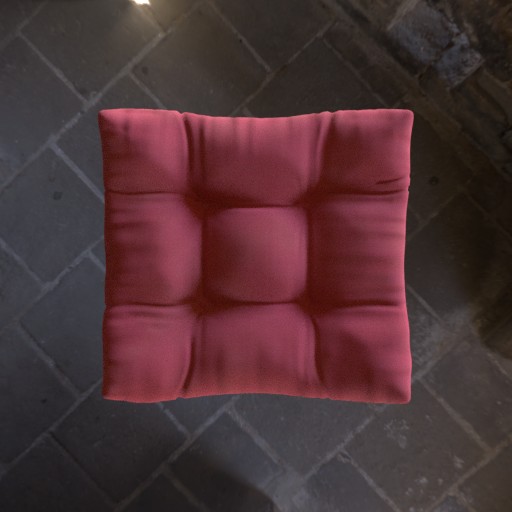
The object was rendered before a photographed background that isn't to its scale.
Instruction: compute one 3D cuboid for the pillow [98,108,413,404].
[{"bbox_3d":[0.000,0.000,0.718,0.490,0.128,0.468,0,90,0],"label":"pillow"}]
